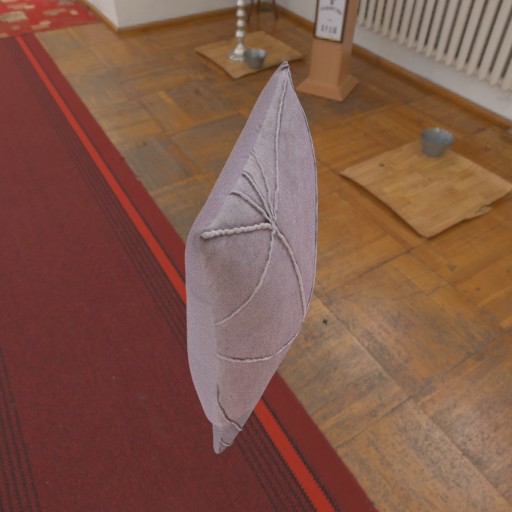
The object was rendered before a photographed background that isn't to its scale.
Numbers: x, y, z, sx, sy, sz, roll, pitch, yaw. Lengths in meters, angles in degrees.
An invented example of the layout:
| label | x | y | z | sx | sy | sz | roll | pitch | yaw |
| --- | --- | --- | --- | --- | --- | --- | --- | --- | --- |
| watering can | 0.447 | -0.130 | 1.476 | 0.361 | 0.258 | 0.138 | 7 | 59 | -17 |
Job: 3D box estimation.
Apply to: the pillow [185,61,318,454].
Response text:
| label | x | y | z | sx | sy | sz | roll | pitch | yaw |
| --- | --- | --- | --- | --- | --- | --- | --- | --- | --- |
| pillow | 0.000 | 0.000 | 0.678 | 0.185 | 0.440 | 0.439 | 9 | 45 | 9 |
